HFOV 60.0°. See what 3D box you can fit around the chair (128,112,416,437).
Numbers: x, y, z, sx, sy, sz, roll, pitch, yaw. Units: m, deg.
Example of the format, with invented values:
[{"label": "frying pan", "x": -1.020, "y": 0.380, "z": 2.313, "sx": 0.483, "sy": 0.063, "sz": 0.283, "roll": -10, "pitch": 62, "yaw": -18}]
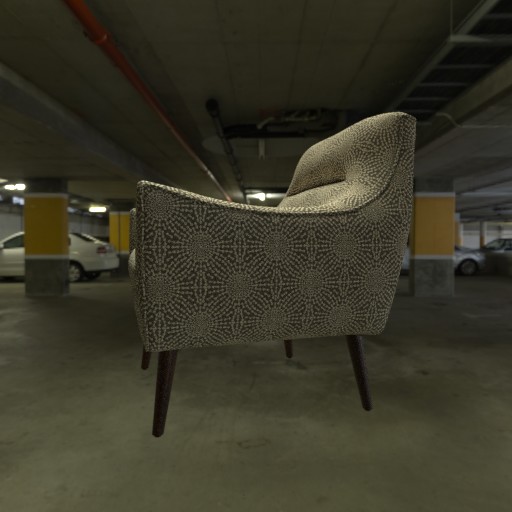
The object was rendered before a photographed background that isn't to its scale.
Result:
[{"label": "chair", "x": 0.000, "y": 0.000, "z": 1.424, "sx": 0.787, "sy": 0.838, "sz": 0.762, "roll": 0, "pitch": 2, "yaw": -17}]
